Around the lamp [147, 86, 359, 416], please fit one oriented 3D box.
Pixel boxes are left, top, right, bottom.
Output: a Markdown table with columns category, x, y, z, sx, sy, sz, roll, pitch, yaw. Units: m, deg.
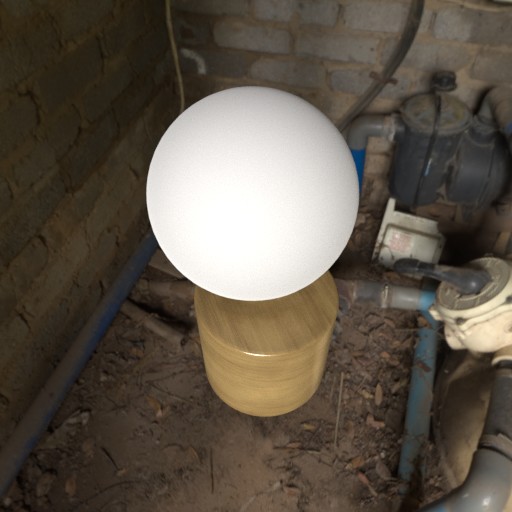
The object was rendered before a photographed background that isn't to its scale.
| category | x | y | z | sx | sy | sz | roll | pitch | yaw |
| --- | --- | --- | --- | --- | --- | --- | --- | --- | --- |
| lamp | 0.000 | 0.000 | 0.340 | 0.141 | 0.250 | 0.152 | -17 | 50 | -15 |
